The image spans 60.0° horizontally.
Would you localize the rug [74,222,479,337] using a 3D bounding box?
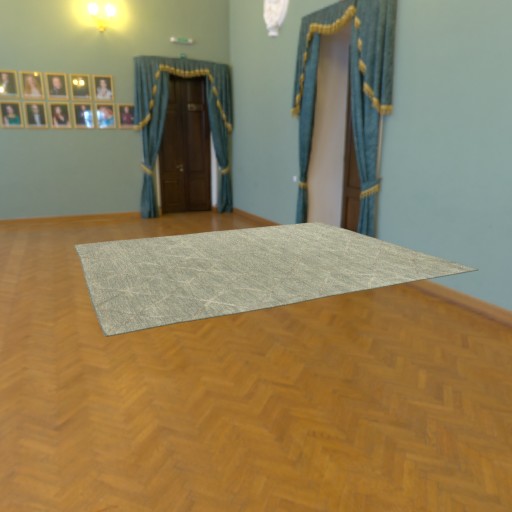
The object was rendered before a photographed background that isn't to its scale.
[{"bbox_3d":[0.000,0.000,4.164,3.048,0.013,2.438,-7,17,-25],"label":"rug"}]
